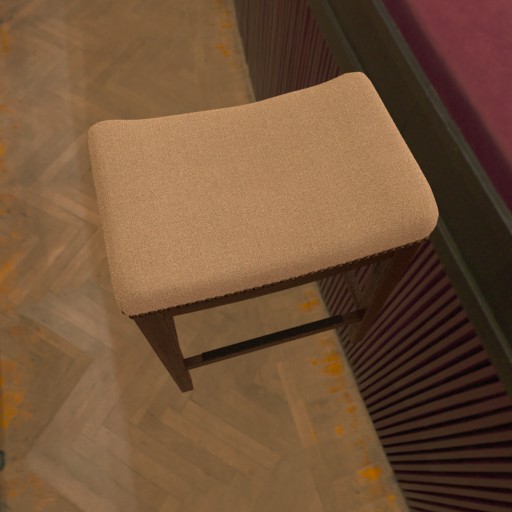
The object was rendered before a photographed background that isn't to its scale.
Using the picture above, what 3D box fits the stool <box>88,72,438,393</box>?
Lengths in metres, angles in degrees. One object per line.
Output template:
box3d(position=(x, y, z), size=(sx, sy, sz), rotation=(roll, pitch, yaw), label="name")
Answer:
box3d(position=(0.000, 0.000, 0.976), size=(0.509, 0.669, 0.363), rotation=(-14, 66, -7), label="stool")
